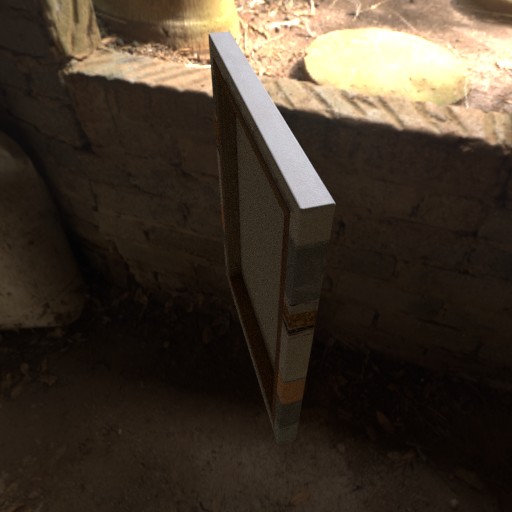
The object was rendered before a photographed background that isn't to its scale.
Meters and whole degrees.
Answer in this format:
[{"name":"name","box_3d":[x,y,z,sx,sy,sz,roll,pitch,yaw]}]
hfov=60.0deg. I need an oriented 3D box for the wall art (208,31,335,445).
[{"name":"wall art","box_3d":[0.000,0.000,0.801,0.038,0.609,0.456,-11,48,-10]}]
